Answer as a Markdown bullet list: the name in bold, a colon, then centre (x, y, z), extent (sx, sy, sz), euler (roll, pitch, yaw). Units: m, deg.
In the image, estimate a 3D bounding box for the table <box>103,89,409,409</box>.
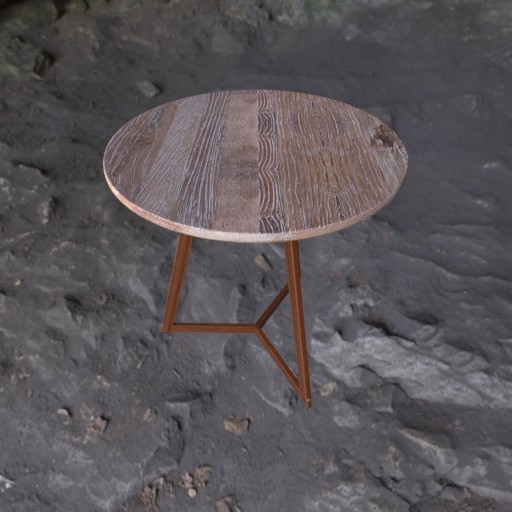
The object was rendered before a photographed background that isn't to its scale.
- **table**: centre (0.000, 0.000, 0.910), extent (0.500, 0.500, 0.500), euler (0, 41, 0)
